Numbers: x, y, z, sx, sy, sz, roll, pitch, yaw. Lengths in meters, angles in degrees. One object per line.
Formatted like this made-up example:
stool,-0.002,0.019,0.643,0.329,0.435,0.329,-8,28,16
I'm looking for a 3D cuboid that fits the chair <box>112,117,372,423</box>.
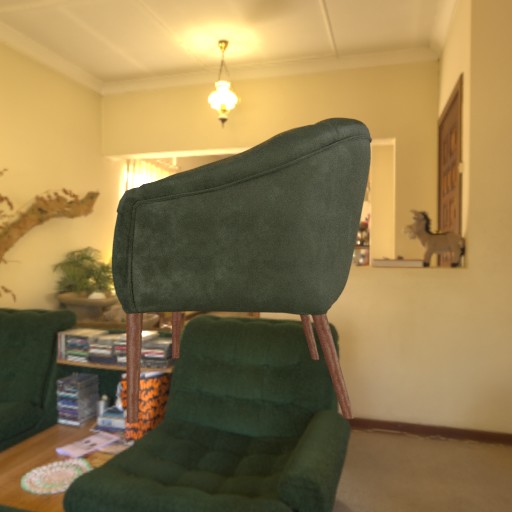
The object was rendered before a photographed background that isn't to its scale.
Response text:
chair,0.000,0.000,1.543,0.776,0.885,0.851,0,1,-1
